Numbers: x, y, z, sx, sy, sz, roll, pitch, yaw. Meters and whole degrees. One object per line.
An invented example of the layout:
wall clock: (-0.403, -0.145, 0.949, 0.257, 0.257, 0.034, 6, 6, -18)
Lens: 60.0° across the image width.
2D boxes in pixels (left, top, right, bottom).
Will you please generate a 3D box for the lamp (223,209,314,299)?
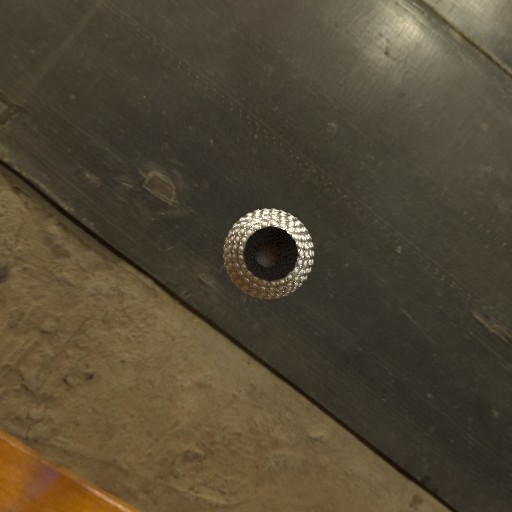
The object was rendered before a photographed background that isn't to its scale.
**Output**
lamp: (0.000, 0.000, 1.930, 0.254, 1.805, 0.254, 0, 90, -2)
